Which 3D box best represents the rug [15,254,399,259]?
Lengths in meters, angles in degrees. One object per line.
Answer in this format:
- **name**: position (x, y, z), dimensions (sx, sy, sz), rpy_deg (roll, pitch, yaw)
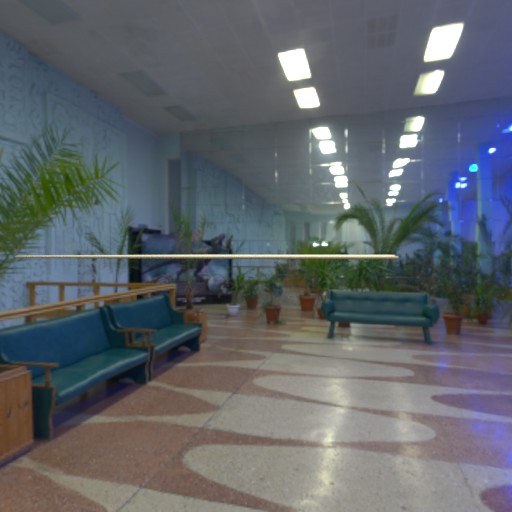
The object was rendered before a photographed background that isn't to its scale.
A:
- **rug**: position (0.000, 0.000, 4.053), dimensions (2.462, 0.018, 3.039), rpy_deg (0, 0, 17)
